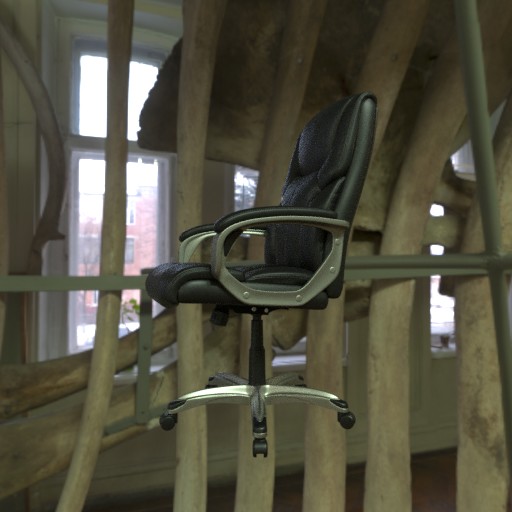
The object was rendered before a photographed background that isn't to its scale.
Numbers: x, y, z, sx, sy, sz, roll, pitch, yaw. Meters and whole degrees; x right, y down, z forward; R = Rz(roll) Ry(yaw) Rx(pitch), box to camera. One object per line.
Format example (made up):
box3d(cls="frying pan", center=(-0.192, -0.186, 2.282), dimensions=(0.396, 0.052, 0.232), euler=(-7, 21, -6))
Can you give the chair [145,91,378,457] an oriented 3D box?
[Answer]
box3d(cls="chair", center=(0.000, 0.000, 1.587), dimensions=(0.739, 1.155, 0.663), euler=(0, -1, -19))
